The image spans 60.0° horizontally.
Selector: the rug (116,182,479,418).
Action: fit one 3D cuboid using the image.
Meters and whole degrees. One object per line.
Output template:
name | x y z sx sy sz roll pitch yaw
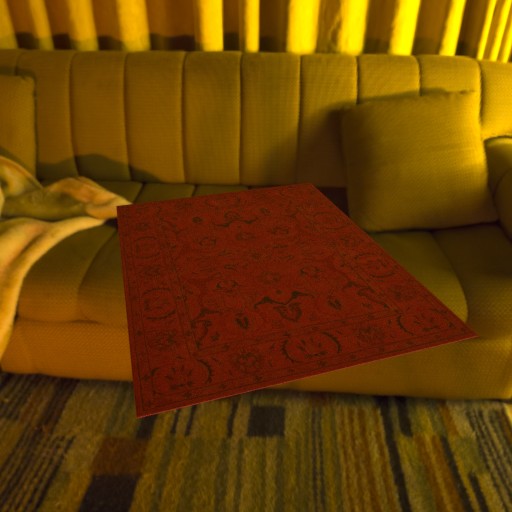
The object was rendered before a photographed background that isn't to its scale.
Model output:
rug | 0.000 0.000 3.951 2.300 0.012 2.929 -9 32 -15
